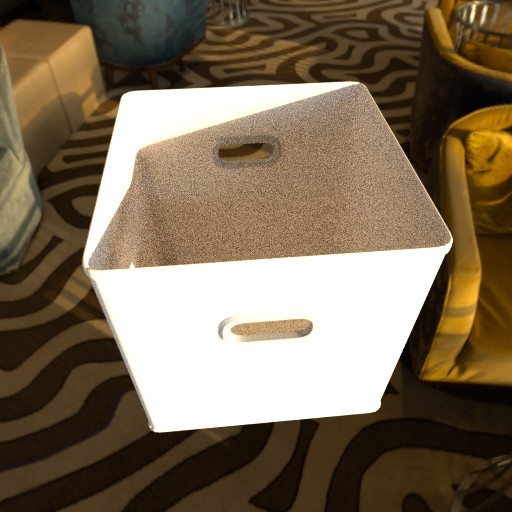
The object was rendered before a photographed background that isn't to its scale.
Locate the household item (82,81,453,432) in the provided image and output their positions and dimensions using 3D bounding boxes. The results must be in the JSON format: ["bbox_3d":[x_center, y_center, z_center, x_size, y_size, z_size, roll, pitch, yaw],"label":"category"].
[{"bbox_3d":[0.000,0.000,0.563,0.305,0.305,0.305,-4,47,-4],"label":"household item"}]
